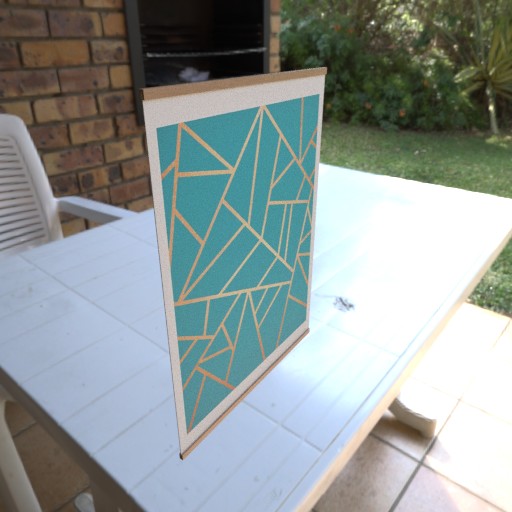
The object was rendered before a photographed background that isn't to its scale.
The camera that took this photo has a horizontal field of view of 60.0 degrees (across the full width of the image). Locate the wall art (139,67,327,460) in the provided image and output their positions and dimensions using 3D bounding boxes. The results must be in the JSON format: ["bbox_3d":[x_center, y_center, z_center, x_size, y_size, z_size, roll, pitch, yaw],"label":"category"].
[{"bbox_3d":[0.000,0.000,1.344,0.013,1.016,0.758,17,31,31],"label":"wall art"}]
